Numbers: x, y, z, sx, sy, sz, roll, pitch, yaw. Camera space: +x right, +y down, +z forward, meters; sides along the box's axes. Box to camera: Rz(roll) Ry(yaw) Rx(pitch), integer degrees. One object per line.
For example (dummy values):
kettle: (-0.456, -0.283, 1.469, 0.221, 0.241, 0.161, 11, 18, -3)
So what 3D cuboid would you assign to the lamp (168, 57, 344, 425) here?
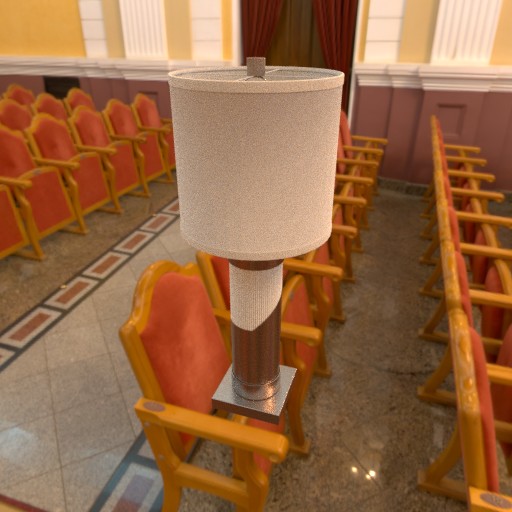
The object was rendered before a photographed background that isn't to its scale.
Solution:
lamp: (0.000, 0.000, 0.623, 0.202, 0.509, 0.202, 9, 28, 17)
